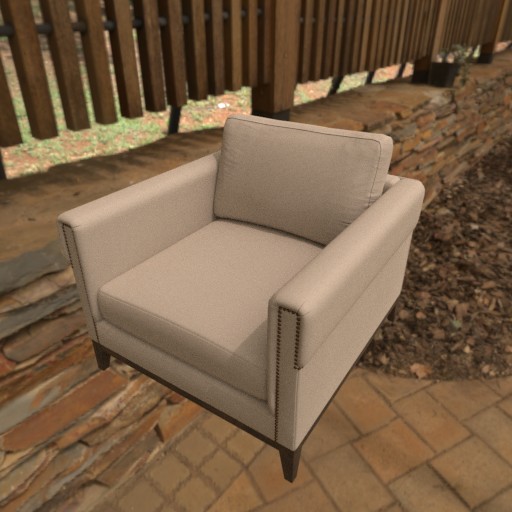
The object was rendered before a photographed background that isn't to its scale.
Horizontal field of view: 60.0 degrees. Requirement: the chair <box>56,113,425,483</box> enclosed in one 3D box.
[{"bbox_3d":[0.000,0.000,1.644,0.914,0.838,0.959,18,35,29],"label":"chair"}]
